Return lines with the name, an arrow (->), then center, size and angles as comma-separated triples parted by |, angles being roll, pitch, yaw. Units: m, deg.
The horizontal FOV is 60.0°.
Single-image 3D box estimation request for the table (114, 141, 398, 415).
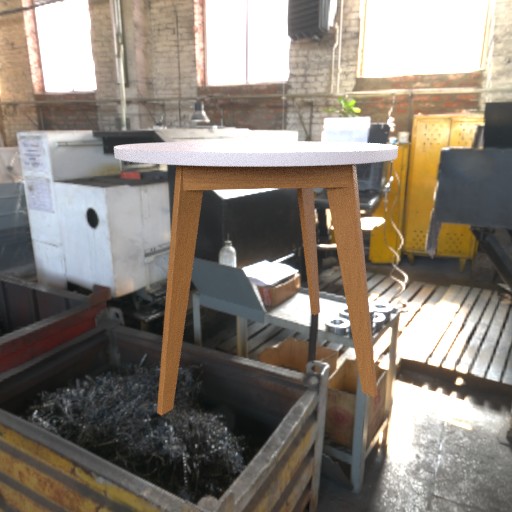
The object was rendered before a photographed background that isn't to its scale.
table -> 0.000, 0.000, 1.568 | 0.896, 0.762, 0.896 | 0, 16, 0
